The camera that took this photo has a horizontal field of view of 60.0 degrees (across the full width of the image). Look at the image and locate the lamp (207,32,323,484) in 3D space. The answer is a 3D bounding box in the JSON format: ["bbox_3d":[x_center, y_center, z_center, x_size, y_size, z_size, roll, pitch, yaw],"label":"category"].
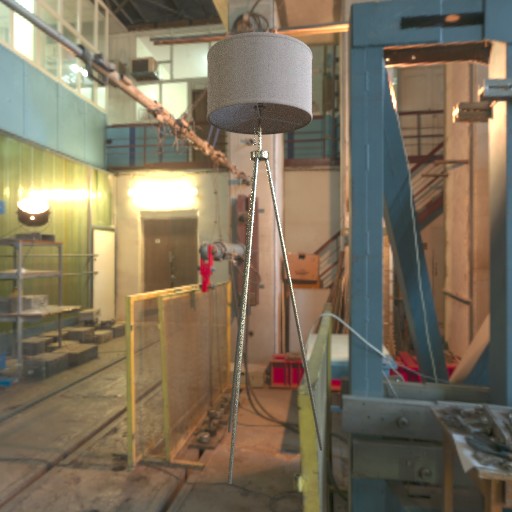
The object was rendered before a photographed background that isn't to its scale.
[{"bbox_3d":[0.000,0.000,1.752,0.449,1.545,0.460,0,0,-36],"label":"lamp"}]
